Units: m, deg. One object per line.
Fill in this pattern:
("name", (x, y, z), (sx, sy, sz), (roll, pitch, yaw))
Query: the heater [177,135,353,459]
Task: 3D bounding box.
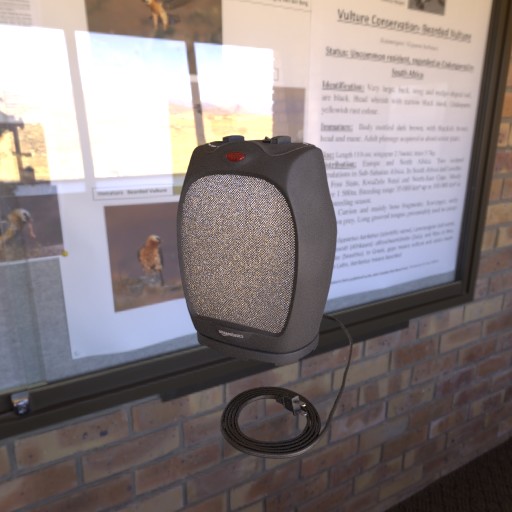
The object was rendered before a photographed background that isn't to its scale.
("heater", (0.000, 0.000, 0.489), (0.239, 0.255, 0.291), (9, 19, 27))
